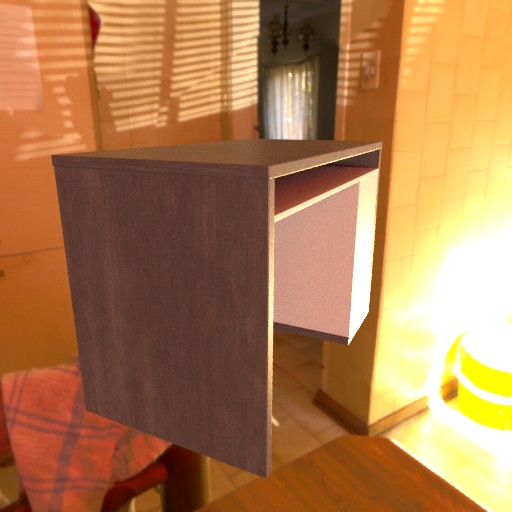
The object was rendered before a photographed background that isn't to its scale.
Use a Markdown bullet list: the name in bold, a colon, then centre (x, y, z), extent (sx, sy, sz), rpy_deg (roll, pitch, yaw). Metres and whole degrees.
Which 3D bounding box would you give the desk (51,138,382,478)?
- **desk**: centre (0.000, 0.000, 1.561), extent (0.600, 0.750, 1.100), rpy_deg (8, 19, 25)
